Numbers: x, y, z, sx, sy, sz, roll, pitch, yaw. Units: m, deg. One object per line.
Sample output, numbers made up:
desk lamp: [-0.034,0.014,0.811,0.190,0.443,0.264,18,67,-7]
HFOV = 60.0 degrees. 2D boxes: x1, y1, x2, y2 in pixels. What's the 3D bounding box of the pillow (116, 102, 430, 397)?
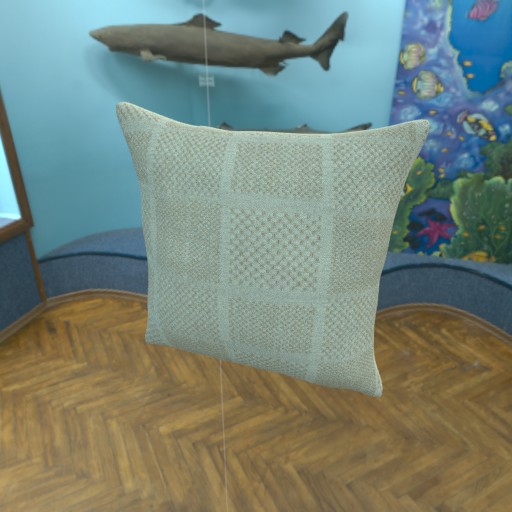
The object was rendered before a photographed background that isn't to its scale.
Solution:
pillow: [0.000,0.000,0.683,0.436,0.432,0.138,9,28,17]
